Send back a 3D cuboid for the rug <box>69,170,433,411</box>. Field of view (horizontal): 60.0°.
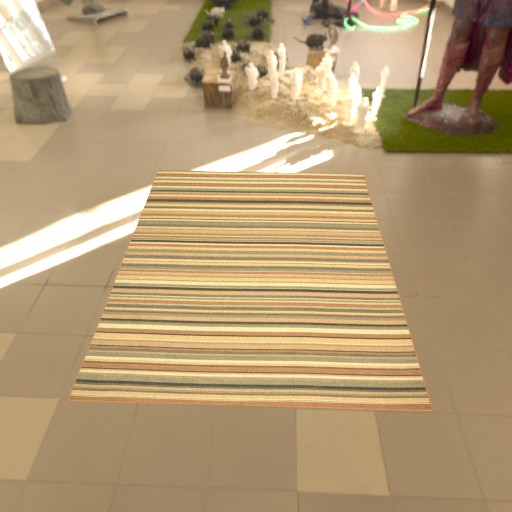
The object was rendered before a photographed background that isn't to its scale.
[{"bbox_3d":[0.000,0.000,4.095,2.436,0.011,3.045,1,41,1],"label":"rug"}]
